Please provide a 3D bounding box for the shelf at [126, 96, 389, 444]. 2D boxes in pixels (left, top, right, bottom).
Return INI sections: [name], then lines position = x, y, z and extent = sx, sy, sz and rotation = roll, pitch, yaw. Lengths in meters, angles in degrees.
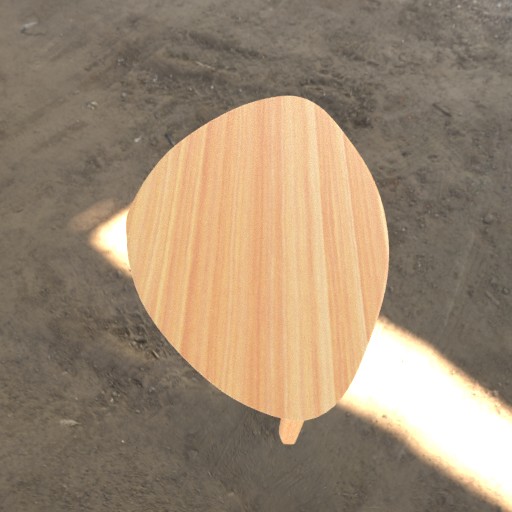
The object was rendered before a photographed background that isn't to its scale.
[shelf]
position = 0.000, 0.000, 1.626
extent = 0.845, 0.440, 1.246
rotation = 1, 58, 1
